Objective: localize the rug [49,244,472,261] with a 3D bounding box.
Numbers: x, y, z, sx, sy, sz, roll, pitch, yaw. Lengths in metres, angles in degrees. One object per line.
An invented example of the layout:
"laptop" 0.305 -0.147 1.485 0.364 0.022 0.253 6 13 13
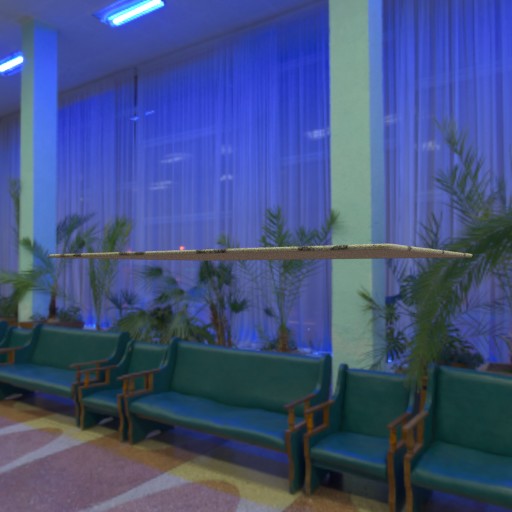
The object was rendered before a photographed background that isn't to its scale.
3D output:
"rug" 0.000 0.000 3.377 2.701 0.026 1.801 -1 -2 36
